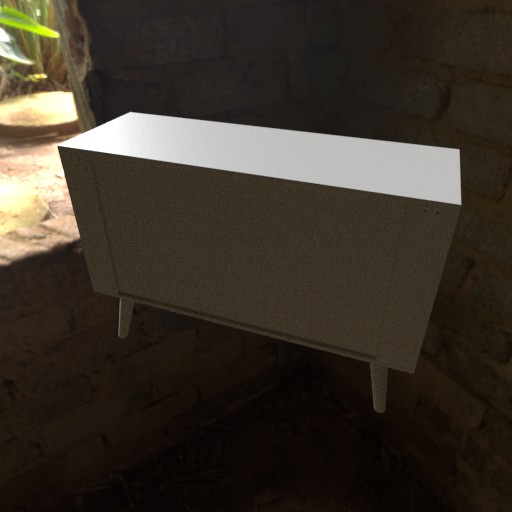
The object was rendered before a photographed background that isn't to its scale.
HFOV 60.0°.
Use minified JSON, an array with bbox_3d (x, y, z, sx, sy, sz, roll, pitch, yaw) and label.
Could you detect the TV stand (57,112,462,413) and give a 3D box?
[{"bbox_3d":[0.000,0.000,1.608,1.193,0.812,0.406,12,35,17],"label":"TV stand"}]
